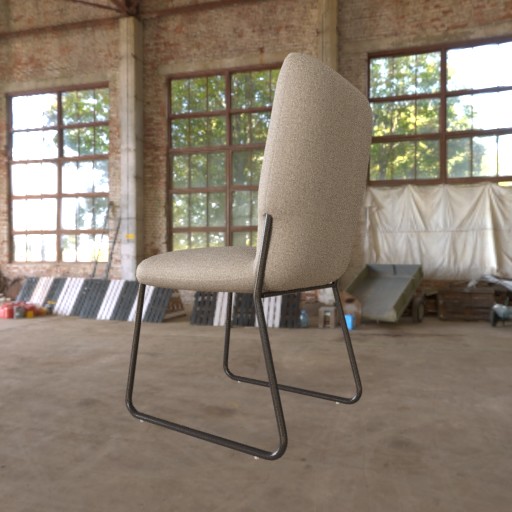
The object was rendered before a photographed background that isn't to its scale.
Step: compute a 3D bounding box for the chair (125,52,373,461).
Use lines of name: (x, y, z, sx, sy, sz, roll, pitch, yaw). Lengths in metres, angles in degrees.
chair: (0.000, 0.000, 1.206, 0.560, 0.864, 0.448, 0, 1, 35)
